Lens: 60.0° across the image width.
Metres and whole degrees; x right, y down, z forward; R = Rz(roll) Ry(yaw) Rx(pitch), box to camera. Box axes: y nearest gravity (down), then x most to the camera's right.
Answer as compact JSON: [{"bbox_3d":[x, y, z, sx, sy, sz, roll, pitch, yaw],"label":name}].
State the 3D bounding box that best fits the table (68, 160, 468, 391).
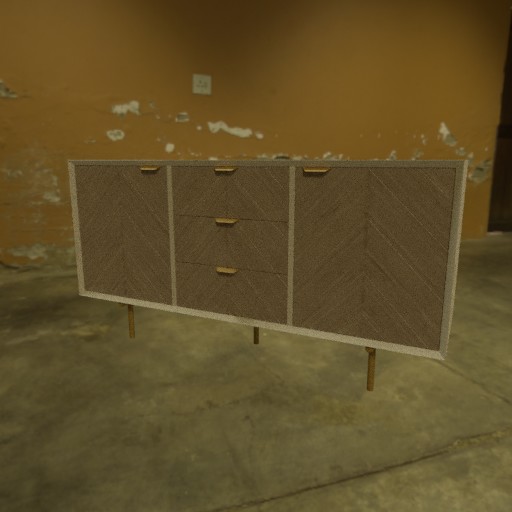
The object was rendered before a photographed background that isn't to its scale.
[{"bbox_3d":[0.000,0.000,1.821,1.500,0.769,0.508,6,14,25],"label":"table"}]
